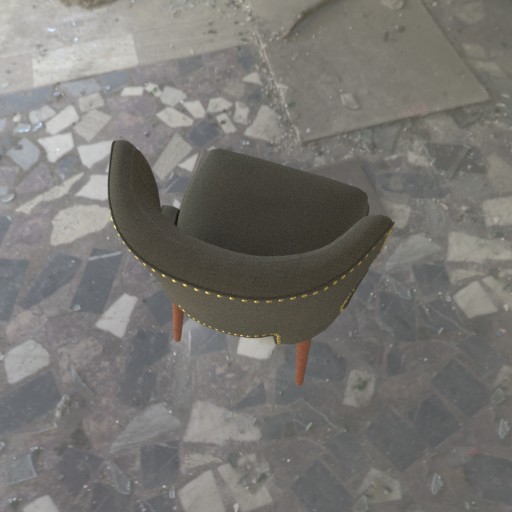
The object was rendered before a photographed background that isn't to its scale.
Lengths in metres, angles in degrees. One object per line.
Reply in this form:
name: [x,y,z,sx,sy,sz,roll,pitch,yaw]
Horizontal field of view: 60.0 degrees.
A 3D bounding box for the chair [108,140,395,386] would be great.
chair: [0.000,0.000,1.214,0.595,0.863,0.581,18,65,9]
